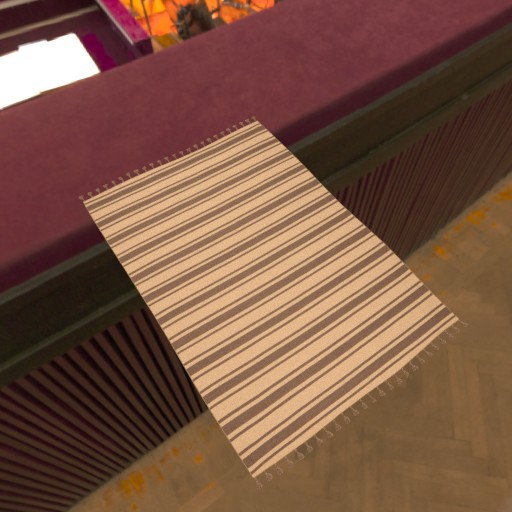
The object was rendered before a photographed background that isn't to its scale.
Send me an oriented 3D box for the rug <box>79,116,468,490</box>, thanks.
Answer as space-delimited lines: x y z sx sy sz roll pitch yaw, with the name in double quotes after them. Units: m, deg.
0.000 0.000 3.856 2.030 0.017 3.040 -30 62 -18 "rug"
